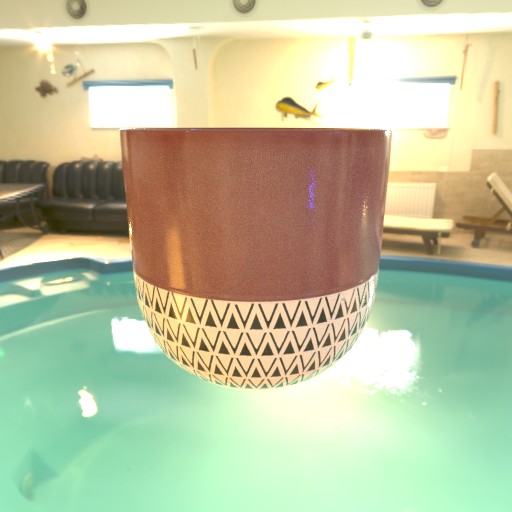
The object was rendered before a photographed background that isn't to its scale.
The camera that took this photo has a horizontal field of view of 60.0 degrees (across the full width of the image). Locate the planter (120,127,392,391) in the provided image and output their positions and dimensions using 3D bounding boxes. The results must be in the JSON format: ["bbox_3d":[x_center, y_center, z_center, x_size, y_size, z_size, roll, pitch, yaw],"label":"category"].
[{"bbox_3d":[0.000,0.000,0.487,0.266,0.270,0.266,0,17,0],"label":"planter"}]
